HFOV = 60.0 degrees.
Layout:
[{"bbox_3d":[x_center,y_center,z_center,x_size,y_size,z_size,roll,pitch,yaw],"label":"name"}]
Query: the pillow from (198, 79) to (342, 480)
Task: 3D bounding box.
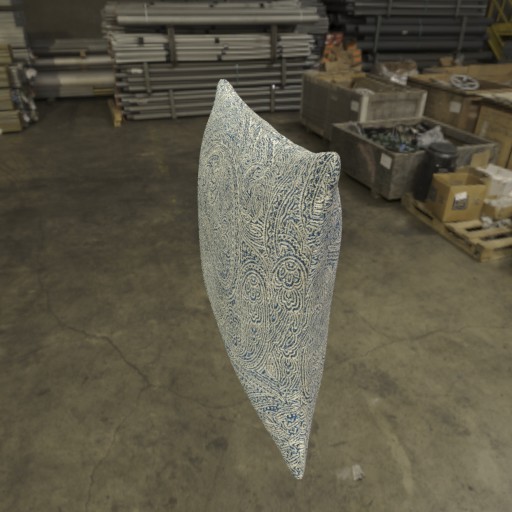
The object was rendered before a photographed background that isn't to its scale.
[{"bbox_3d":[0.000,0.000,0.770,0.166,0.510,0.523,-8,31,-14],"label":"pillow"}]
